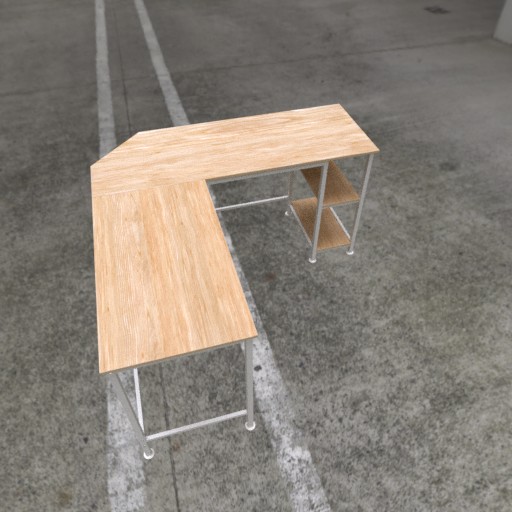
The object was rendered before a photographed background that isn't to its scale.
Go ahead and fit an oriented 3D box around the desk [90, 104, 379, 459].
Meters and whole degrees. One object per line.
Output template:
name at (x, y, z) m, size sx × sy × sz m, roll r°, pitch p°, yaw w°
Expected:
desk at (0.000, 0.000, 2.201) m, size 1.379 × 0.739 × 1.379 m, roll -12°, pitch 47°, yaw -11°
